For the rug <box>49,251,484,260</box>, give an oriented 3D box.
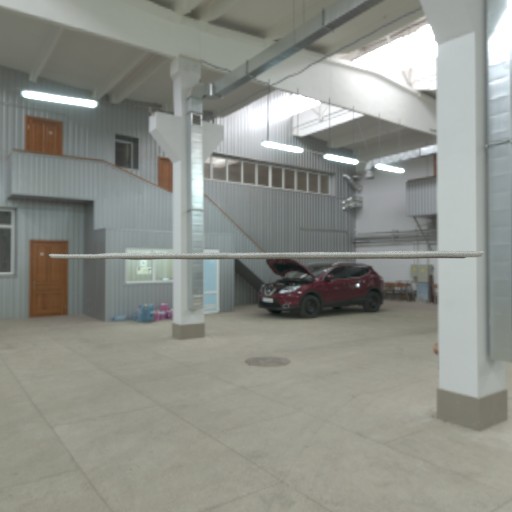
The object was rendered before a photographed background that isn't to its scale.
[{"bbox_3d":[0.000,0.000,2.706,2.381,0.035,0.832,0,-1,19],"label":"rug"}]
